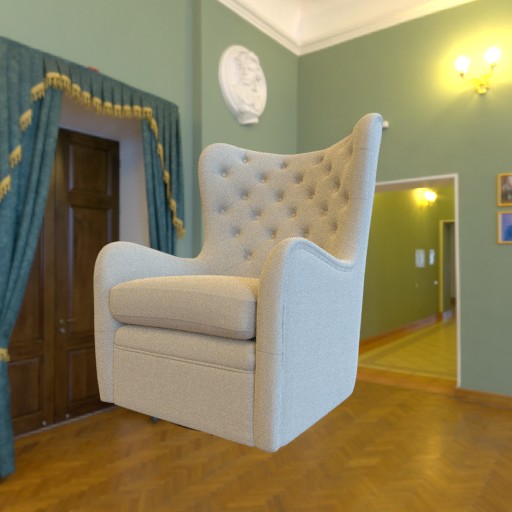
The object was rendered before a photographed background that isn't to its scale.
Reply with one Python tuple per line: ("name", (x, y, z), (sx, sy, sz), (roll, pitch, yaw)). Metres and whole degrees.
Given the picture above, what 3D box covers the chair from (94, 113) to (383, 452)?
("chair", (0.000, 0.000, 1.706), (0.831, 1.079, 0.929), (0, 0, 36))
